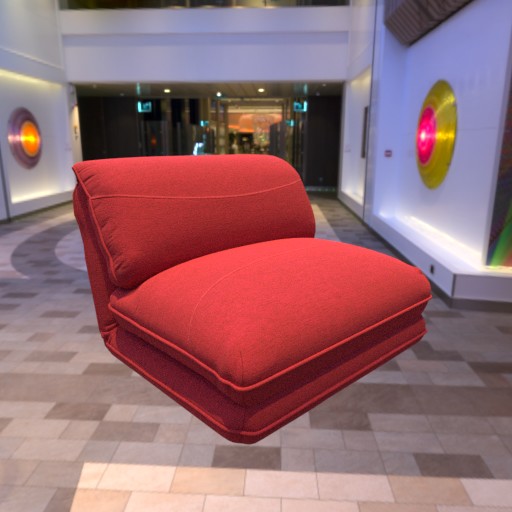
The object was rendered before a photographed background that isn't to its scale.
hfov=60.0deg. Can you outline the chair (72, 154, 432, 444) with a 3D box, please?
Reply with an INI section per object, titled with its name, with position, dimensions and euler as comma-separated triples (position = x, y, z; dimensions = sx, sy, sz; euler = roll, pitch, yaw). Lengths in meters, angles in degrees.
[chair]
position = 0.000, 0.000, 1.335
dimensions = 0.820, 0.580, 0.780
euler = -13, 20, -42
